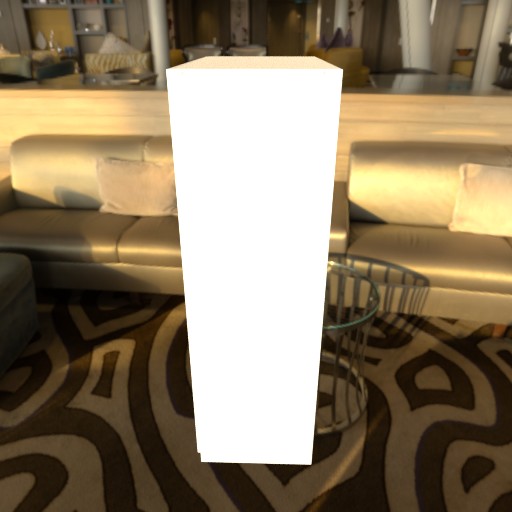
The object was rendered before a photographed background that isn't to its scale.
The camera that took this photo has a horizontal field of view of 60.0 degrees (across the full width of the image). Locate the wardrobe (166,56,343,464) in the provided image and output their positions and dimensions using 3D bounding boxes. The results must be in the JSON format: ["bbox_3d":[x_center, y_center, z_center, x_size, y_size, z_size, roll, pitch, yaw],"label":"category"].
[{"bbox_3d":[0.000,0.000,2.247,0.577,1.808,0.991,1,26,2],"label":"wardrobe"}]
